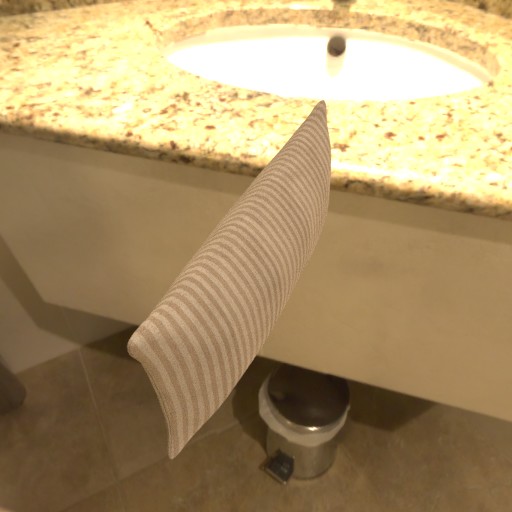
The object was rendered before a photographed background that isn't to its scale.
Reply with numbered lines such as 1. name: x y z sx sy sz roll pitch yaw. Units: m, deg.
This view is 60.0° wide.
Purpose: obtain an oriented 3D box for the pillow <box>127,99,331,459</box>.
1. pillow: 0.000 0.000 0.745 0.151 0.295 0.617 18 47 17
